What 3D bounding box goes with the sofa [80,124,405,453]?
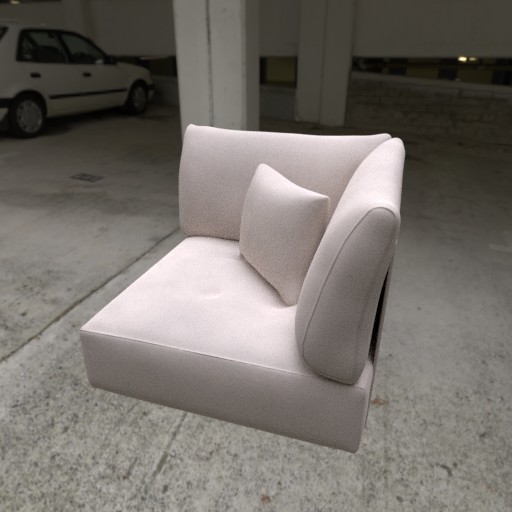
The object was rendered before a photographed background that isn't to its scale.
[{"bbox_3d":[0.000,0.000,1.715,1.000,0.820,1.000,8,26,16],"label":"sofa"}]
